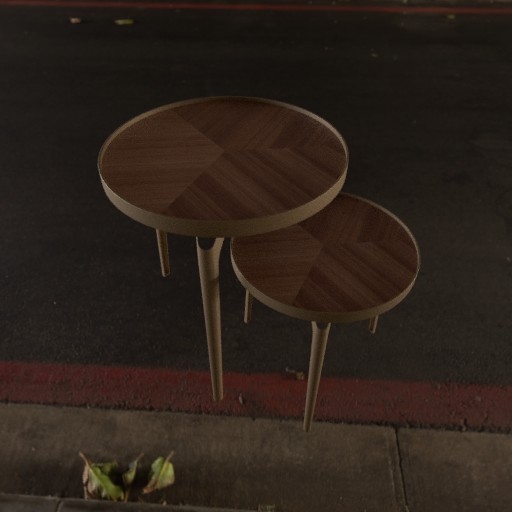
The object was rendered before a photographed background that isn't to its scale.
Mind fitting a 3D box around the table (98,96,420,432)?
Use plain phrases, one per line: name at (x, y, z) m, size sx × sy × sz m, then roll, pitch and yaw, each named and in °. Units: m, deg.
table at (0.000, 0.000, 1.111) m, size 0.751 × 0.555 × 0.532 m, roll 26°, pitch 49°, yaw 26°
